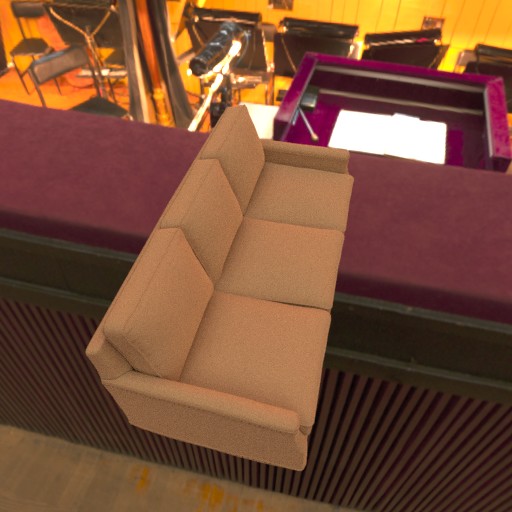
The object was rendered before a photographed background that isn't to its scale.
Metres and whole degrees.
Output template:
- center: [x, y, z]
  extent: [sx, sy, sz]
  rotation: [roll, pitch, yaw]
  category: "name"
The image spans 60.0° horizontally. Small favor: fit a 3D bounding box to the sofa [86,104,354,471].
- center: [0.000, 0.000, 2.874]
  extent: [1.084, 1.003, 2.246]
  rotation: [11, 48, 9]
  category: "sofa"
